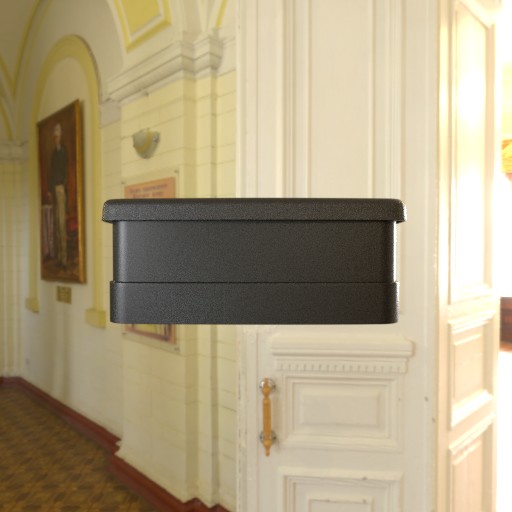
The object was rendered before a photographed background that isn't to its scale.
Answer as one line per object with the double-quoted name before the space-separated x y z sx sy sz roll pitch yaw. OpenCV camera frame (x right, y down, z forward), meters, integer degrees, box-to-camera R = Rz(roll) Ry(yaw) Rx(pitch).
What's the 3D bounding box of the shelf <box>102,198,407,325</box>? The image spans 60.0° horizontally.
"shelf" 0.000 0.000 0.542 0.280 0.100 0.410 0 1 1
